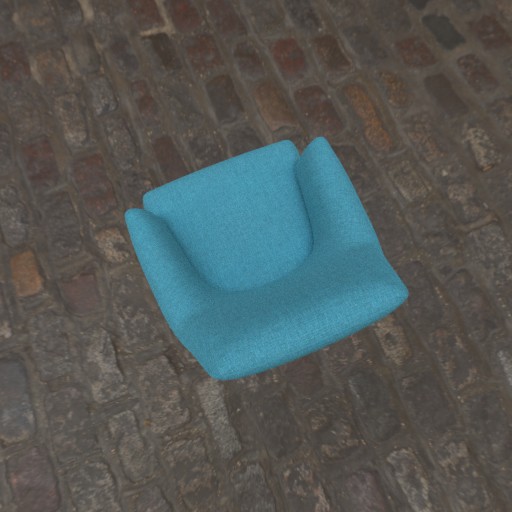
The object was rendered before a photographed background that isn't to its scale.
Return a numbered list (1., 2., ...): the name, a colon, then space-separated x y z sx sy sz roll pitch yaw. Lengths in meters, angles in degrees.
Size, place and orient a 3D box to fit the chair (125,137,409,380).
1. chair: 0.000 0.000 1.385 0.642 0.874 0.677 -22 76 -6
